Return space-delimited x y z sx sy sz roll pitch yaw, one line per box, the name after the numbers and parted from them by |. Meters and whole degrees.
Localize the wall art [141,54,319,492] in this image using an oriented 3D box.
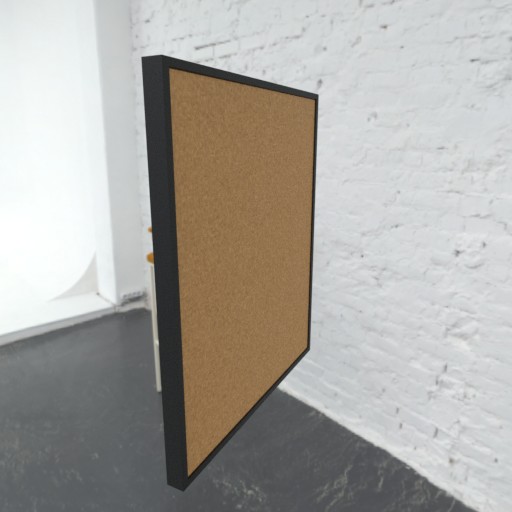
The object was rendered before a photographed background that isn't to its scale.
0.000 0.000 0.515 0.019 0.381 0.330 8 16 27 | wall art
